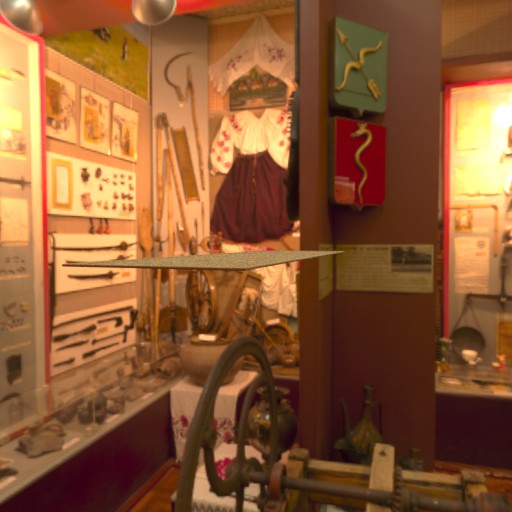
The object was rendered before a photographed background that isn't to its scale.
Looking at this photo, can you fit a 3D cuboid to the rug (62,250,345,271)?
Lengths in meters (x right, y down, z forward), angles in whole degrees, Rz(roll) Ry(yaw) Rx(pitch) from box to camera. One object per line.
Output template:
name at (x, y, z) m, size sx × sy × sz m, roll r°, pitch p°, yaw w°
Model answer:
rug at (0.000, 0.000, 2.755) m, size 0.769 × 0.012 × 2.448 m, roll 1°, pitch 2°, yaw 19°
